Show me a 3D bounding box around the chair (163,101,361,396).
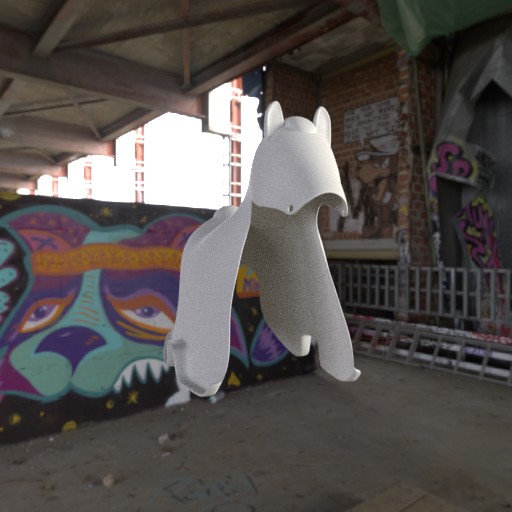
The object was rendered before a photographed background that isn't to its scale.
[{"bbox_3d":[0.000,0.000,1.145,0.429,0.612,0.800,0,0,-19],"label":"chair"}]
